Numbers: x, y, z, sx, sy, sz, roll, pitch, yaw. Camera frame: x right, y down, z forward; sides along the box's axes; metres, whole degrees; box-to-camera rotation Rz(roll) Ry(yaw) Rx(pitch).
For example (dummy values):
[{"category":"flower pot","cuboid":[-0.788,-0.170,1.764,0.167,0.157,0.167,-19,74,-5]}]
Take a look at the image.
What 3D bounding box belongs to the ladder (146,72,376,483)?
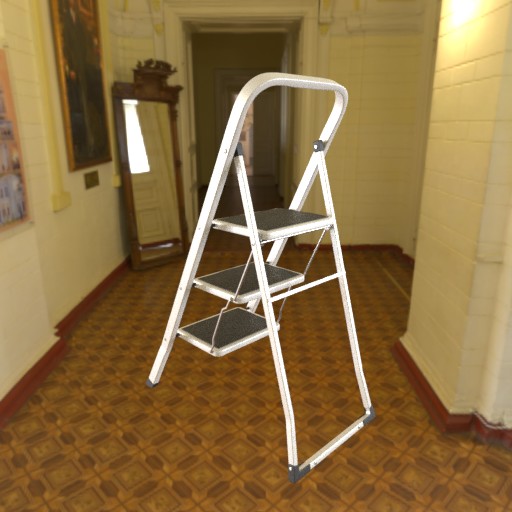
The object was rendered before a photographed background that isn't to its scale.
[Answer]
[{"category":"ladder","cuboid":[0.000,0.000,1.420,0.460,1.050,0.711,-15,22,-42]}]
